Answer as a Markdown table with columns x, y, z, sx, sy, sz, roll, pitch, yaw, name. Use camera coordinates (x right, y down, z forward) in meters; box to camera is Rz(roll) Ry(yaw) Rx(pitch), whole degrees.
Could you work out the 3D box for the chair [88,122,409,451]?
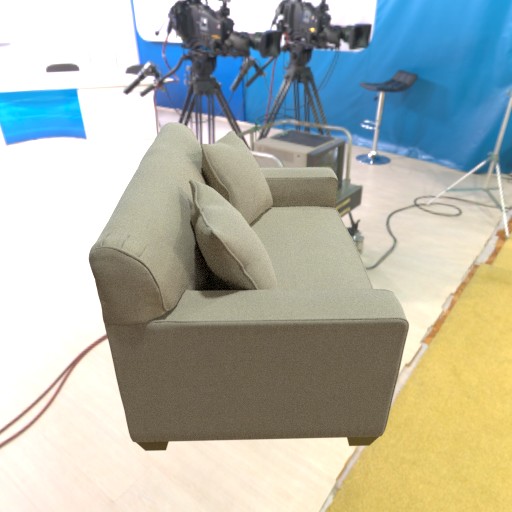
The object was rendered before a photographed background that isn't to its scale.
| x | y | z | sx | sy | sz | roll | pitch | yaw | name |
| --- | --- | --- | --- | --- | --- | --- | --- | --- | --- |
| 0.000 | 0.000 | 2.033 | 1.000 | 0.948 | 1.383 | -1 | 31 | -1 | chair |
